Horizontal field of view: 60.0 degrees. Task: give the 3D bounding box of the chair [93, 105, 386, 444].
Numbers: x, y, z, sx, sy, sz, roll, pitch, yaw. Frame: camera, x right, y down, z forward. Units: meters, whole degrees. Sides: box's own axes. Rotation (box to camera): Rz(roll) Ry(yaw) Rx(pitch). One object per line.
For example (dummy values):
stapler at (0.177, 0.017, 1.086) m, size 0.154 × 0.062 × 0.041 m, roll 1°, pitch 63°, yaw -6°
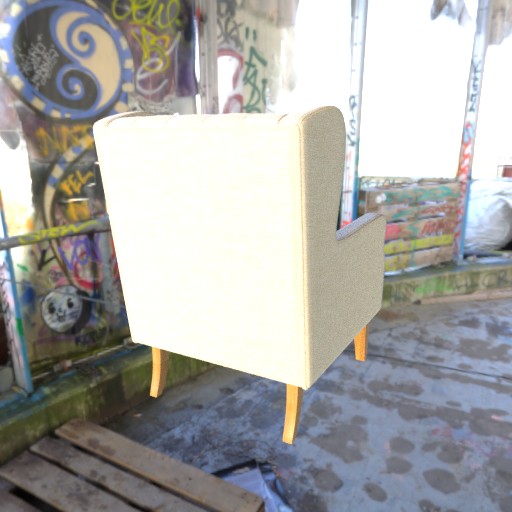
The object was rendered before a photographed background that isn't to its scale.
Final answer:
chair at (0.000, 0.000, 1.501) m, size 0.710 × 0.930 × 0.760 m, roll 8°, pitch 17°, yaw 27°
